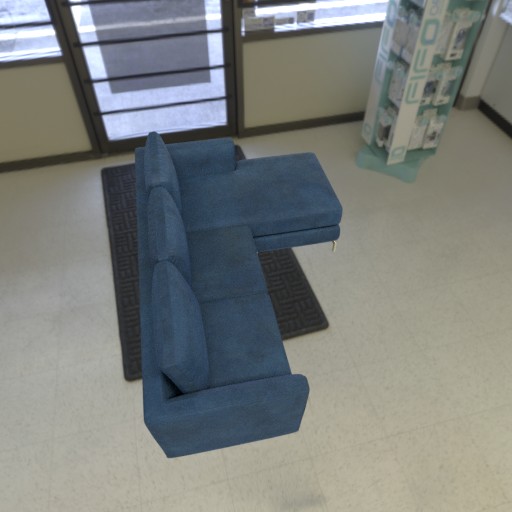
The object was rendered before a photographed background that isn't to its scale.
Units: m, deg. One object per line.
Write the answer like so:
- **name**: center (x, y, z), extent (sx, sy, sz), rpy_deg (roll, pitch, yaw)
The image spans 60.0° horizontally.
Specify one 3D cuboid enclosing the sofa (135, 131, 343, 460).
- **sofa**: center (0.000, 0.000, 3.264), extent (1.622, 0.987, 2.438), rpy_deg (-9, 48, -8)
